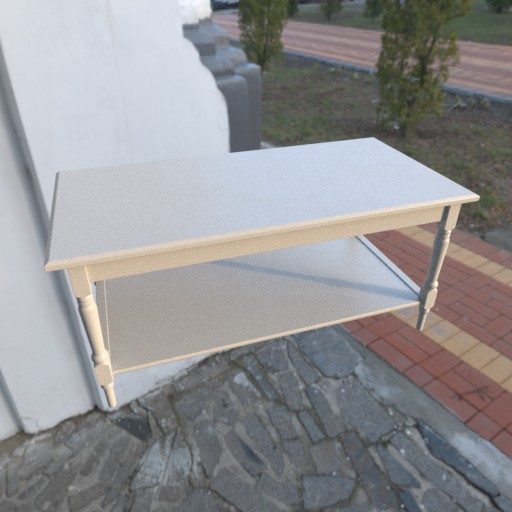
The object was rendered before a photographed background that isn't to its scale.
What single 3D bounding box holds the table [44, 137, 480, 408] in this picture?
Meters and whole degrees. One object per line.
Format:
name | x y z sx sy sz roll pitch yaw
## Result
table | 0.000 0.000 1.418 1.109 0.506 0.551 -10 34 -15
